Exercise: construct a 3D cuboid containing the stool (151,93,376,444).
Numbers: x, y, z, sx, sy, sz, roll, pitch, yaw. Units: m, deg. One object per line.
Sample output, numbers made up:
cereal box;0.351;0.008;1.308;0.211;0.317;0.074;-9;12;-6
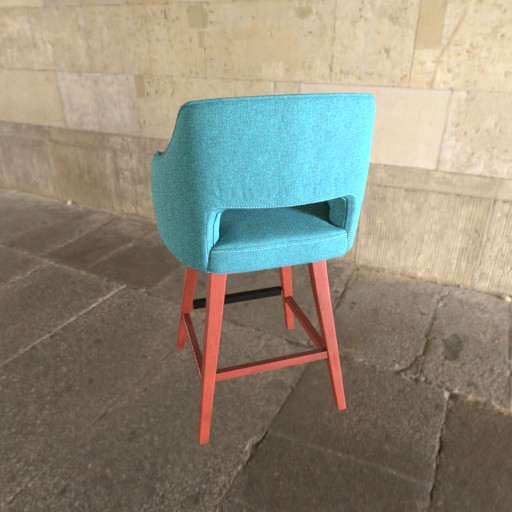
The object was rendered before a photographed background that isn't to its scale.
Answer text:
stool;0.000;0.000;1.311;0.548;0.961;0.556;-8;28;-15
